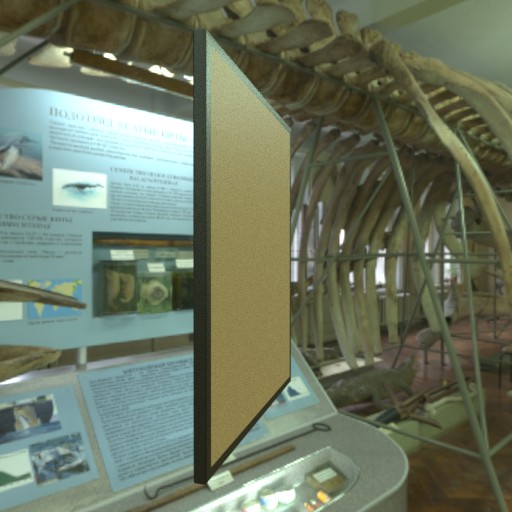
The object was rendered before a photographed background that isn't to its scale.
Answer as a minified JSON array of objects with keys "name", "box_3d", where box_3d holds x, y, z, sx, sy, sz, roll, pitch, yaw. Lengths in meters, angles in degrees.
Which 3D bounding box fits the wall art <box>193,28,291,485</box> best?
[{"name":"wall art","box_3d":[0.000,0.000,0.795,0.018,0.582,0.481,0,0,18]}]
